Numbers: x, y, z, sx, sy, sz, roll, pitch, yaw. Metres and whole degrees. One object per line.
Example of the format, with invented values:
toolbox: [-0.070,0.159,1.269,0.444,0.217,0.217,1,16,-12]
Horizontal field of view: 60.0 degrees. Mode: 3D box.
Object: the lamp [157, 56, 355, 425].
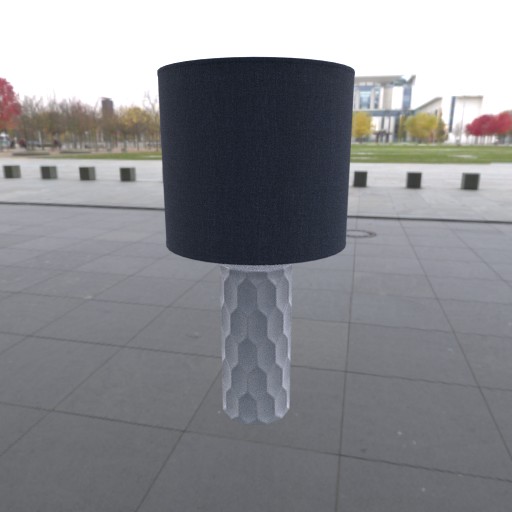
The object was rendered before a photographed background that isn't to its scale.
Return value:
lamp: [0.000,0.000,0.700,0.277,0.537,0.277,8,17,27]
